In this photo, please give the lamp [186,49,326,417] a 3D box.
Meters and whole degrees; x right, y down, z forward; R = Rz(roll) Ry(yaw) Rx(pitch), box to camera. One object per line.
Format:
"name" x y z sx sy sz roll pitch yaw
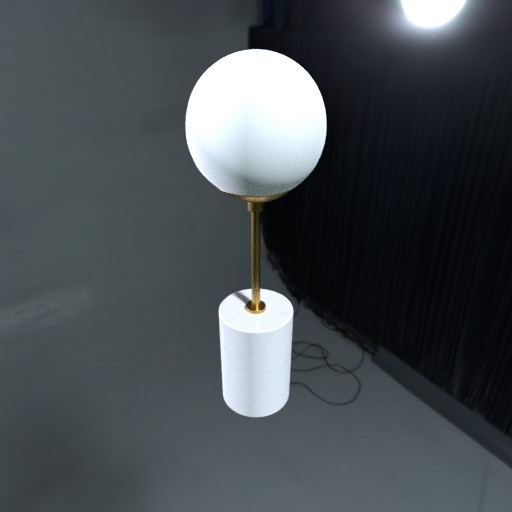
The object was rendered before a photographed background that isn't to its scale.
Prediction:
"lamp" 0.000 0.000 0.567 0.153 0.480 0.153 0 29 0
